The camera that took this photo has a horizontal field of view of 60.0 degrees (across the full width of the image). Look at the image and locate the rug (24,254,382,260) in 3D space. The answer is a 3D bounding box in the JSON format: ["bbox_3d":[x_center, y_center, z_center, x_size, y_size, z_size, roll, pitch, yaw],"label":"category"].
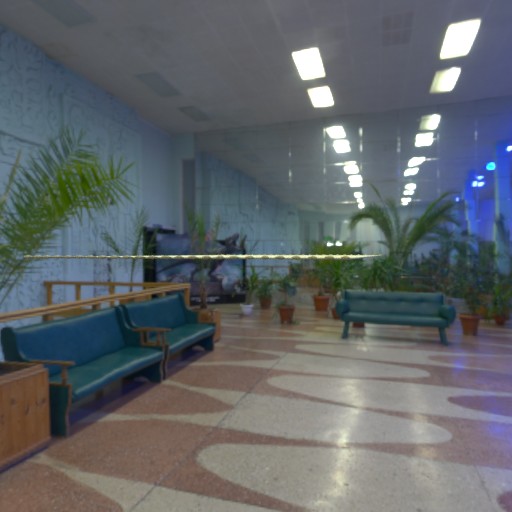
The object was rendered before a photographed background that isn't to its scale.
[{"bbox_3d":[0.000,0.000,3.011,1.540,0.018,2.435,0,0,19],"label":"rug"}]
